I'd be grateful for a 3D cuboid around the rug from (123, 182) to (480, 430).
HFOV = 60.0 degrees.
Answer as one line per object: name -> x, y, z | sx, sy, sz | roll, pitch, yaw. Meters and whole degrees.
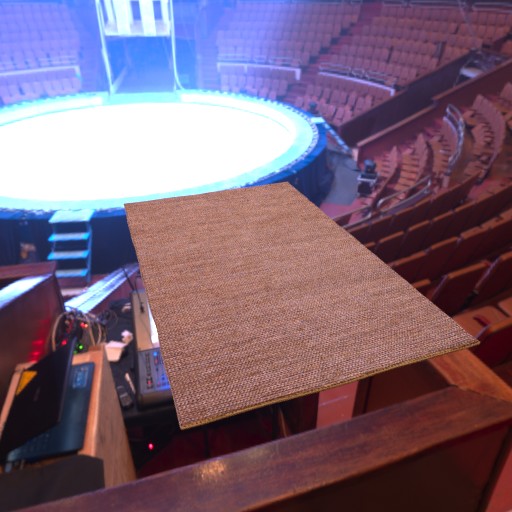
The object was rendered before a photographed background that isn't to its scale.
rug -> 0.000, 0.000, 2.992 | 1.521, 0.034, 2.438 | -10, 31, -17
